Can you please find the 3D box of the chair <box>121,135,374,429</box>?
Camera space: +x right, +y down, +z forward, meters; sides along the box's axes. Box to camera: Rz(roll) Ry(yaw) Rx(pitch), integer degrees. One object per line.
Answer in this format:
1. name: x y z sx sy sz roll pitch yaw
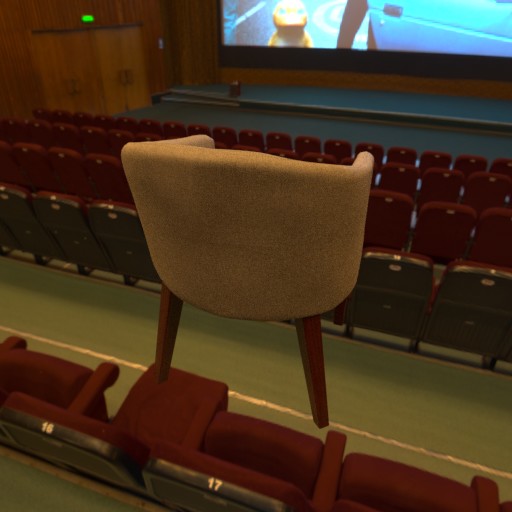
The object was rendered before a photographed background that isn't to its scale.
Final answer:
1. chair: 0.000 0.000 1.269 0.583 0.811 0.655 10 33 16
